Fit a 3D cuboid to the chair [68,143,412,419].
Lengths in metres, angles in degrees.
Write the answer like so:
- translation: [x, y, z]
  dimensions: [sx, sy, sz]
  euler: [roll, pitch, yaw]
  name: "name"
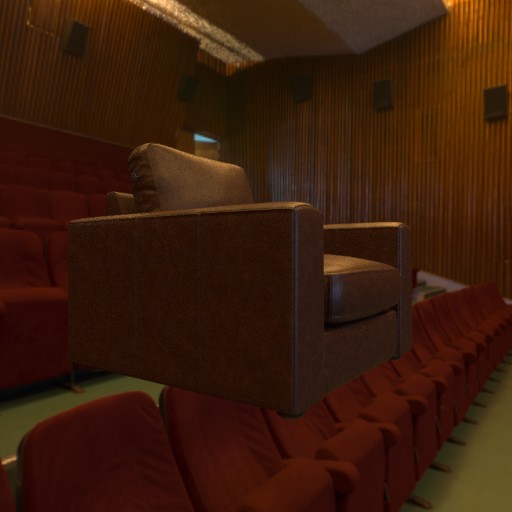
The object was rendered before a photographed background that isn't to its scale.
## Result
- translation: [0.000, 0.000, 1.759]
  dimensions: [1.016, 0.873, 1.005]
  euler: [0, 0, 35]
  name: "chair"
